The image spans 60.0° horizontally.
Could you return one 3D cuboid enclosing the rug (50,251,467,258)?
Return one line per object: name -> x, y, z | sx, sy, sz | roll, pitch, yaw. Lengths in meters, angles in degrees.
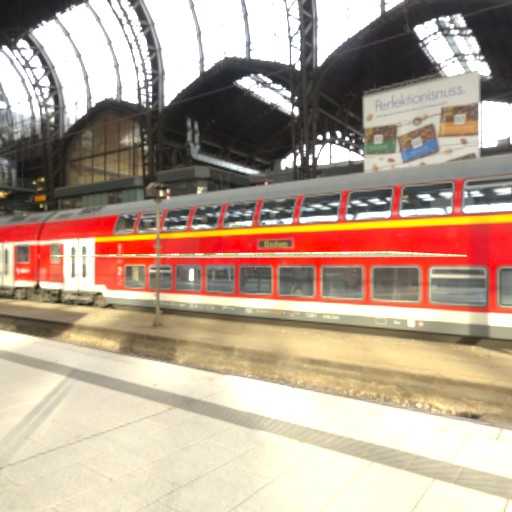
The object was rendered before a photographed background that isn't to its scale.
rug -> 0.000, 0.000, 2.333 | 1.826, 0.006, 1.220 | 0, -1, 35
